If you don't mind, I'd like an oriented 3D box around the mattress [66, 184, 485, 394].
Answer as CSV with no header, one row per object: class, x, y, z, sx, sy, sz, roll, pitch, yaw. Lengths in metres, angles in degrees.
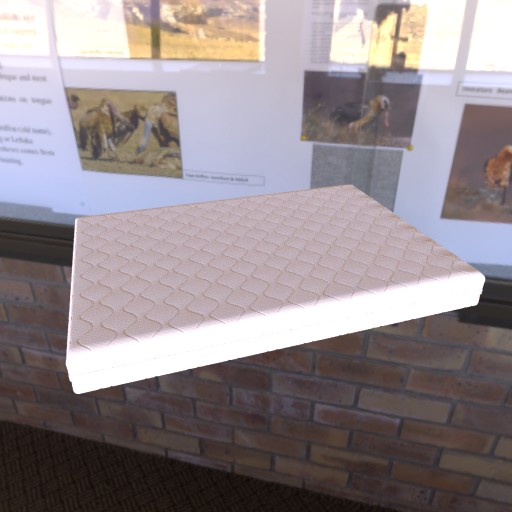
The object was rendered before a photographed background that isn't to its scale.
mattress,0.000,0.000,2.580,2.000,0.200,1.400,-9,31,-16
